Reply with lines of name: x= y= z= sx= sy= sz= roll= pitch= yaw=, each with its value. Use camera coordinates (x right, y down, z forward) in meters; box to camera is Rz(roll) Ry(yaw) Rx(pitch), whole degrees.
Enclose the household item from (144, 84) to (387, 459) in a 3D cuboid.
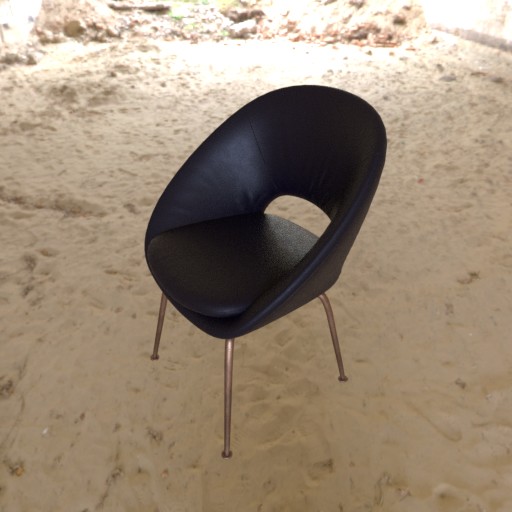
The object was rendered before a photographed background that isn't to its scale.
household item: x=0.000 y=0.000 z=1.269 sx=0.573 sy=0.852 sz=0.623 roll=-22 pitch=39 yaw=-30
